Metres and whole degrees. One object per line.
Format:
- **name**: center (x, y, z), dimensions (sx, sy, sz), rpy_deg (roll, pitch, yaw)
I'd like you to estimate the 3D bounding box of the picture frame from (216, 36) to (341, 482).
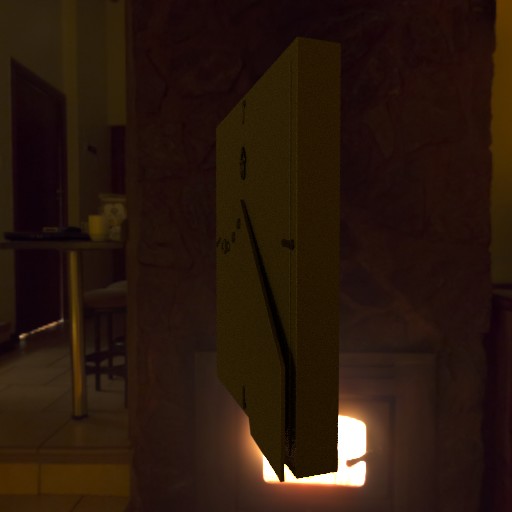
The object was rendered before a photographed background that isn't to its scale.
- **picture frame**: center (0.000, 0.000, 0.397), dimensions (0.042, 0.284, 0.232), rpy_deg (-1, 2, -18)
